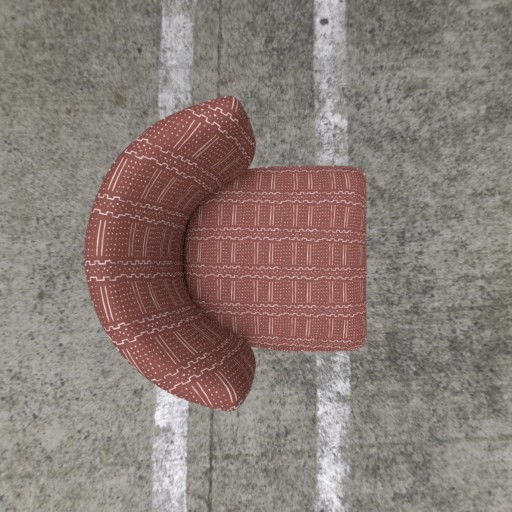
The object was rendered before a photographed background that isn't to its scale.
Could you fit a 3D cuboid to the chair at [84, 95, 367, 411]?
[{"bbox_3d":[0.000,0.000,1.384,0.758,0.866,0.706,0,89,0],"label":"chair"}]
